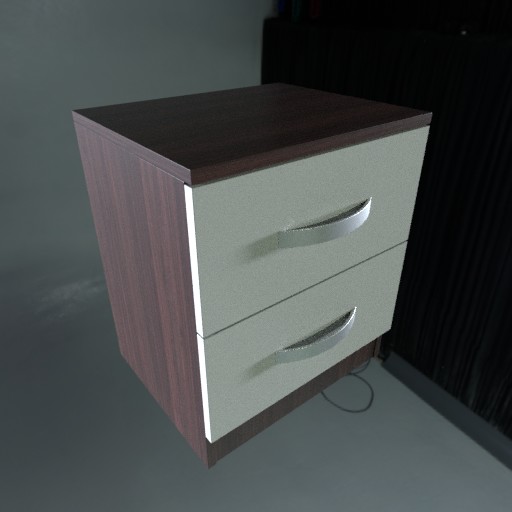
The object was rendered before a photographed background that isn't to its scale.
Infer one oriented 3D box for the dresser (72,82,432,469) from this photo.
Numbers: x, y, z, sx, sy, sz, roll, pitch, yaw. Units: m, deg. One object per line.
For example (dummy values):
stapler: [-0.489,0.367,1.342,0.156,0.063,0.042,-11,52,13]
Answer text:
dresser: [0.000,0.000,0.748,0.400,0.470,0.360,-22,36,-32]
